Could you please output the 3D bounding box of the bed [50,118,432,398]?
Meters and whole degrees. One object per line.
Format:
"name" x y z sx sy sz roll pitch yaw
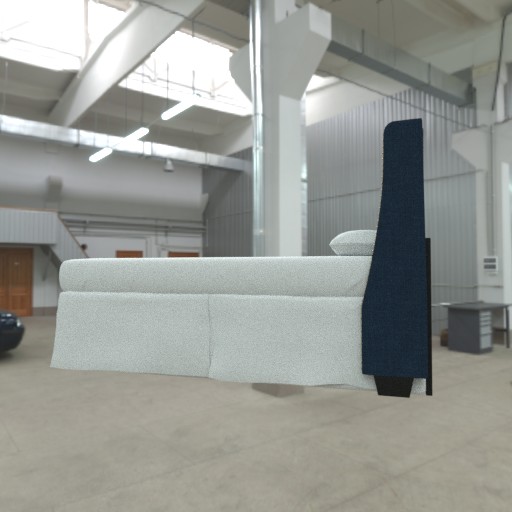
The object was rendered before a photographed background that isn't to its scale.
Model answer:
"bed" 0.000 0.000 3.159 2.223 1.402 1.604 -1 -2 17
